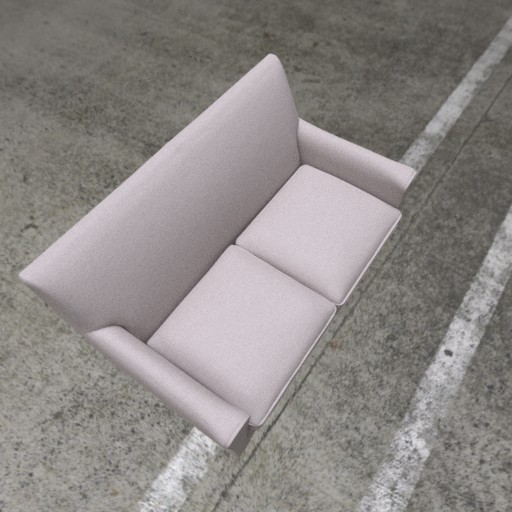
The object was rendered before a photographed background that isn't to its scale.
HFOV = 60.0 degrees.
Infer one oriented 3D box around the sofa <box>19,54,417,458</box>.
[{"bbox_3d":[0.000,0.000,2.007,0.888,0.890,1.482,31,63,18],"label":"sofa"}]
